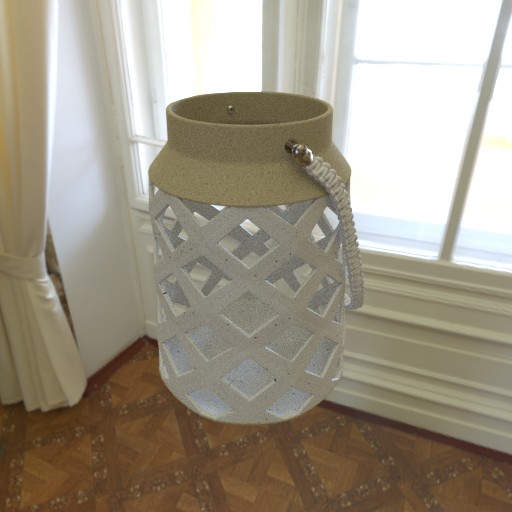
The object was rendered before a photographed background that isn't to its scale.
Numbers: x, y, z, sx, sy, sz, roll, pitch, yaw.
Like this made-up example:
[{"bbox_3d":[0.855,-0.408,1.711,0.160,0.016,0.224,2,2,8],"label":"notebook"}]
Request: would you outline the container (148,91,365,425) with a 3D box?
[{"bbox_3d":[0.000,0.000,0.348,0.172,0.229,0.163,-11,32,-19],"label":"container"}]
